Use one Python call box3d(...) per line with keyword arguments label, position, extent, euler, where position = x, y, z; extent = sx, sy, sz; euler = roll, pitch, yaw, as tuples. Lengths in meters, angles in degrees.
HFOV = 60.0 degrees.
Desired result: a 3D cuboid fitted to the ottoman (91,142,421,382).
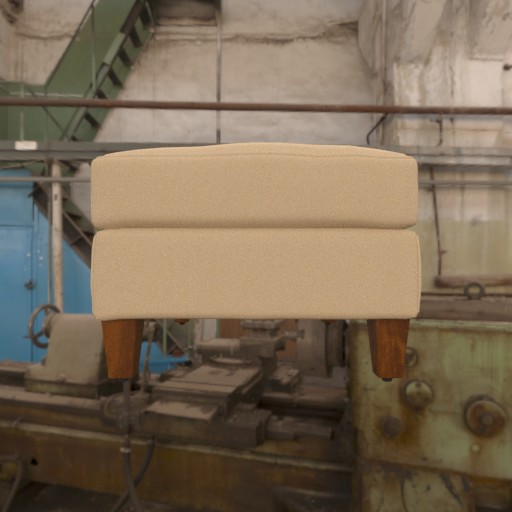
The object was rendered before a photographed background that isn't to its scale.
box3d(label="ottoman", position=(0.000, 0.000, 1.211), extent=(0.634, 0.485, 0.818), euler=(0, 0, 0))
